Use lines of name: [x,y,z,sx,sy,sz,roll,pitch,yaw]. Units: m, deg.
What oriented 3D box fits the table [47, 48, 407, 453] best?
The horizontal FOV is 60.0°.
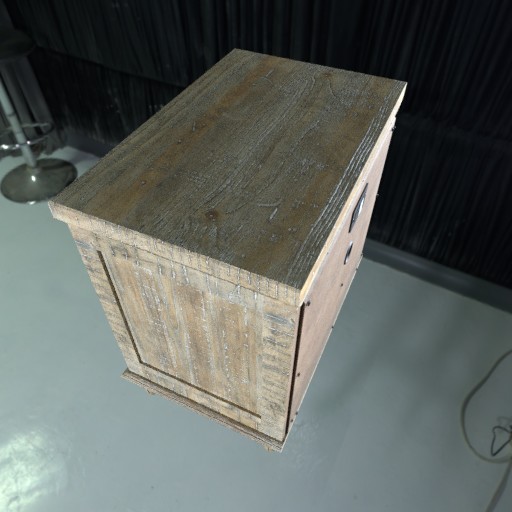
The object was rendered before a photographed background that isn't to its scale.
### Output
table: [0.000,0.000,1.130,0.457,0.711,0.686,19,50,17]
